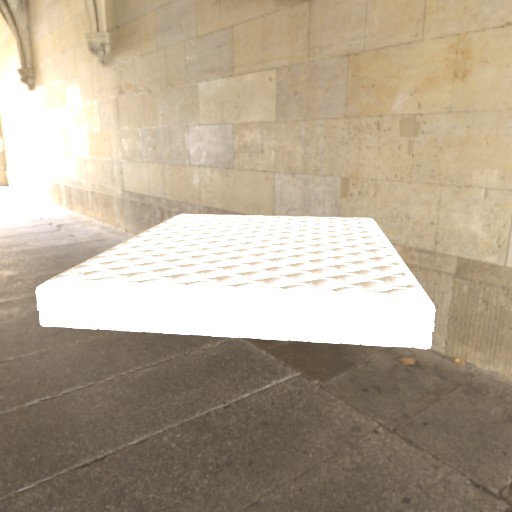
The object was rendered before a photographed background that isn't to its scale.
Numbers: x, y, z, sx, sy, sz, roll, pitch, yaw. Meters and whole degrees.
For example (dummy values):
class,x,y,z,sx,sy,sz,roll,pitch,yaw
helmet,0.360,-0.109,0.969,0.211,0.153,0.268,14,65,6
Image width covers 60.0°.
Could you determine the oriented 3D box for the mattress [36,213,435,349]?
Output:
class,x,y,z,sx,sy,sz,roll,pitch,yaw
mattress,0.000,0.000,2.656,1.600,0.200,1.900,2,14,8
